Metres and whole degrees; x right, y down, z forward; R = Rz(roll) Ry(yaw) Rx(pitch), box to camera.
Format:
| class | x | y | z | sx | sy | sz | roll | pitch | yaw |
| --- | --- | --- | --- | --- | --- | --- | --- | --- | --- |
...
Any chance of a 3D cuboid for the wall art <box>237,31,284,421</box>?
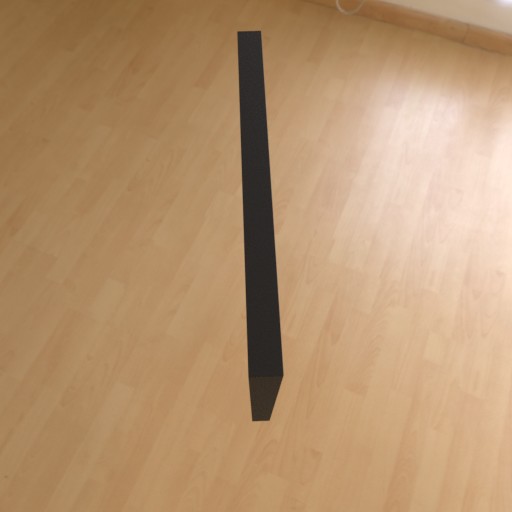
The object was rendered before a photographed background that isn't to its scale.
| class | x | y | z | sx | sy | sz | roll | pitch | yaw |
| --- | --- | --- | --- | --- | --- | --- | --- | --- | --- |
| wall art | 0.000 | 0.000 | 0.782 | 0.036 | 0.503 | 0.506 | -2 | 65 | -1 |
